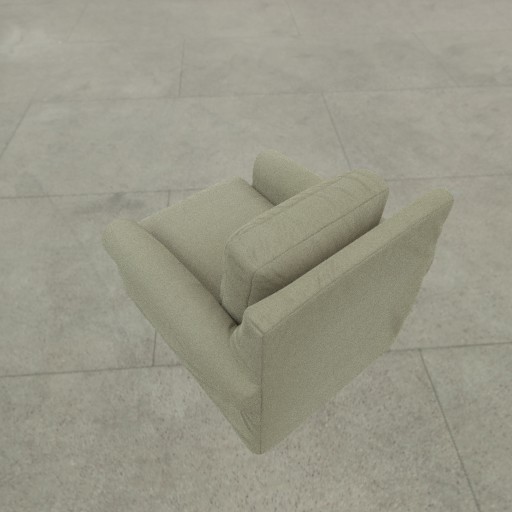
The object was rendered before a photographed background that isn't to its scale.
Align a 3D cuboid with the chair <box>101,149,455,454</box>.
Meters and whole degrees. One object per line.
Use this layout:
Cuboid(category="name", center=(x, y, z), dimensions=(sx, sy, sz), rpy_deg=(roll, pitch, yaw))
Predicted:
Cuboid(category="chair", center=(0.000, 0.000, 1.776), dimensions=(0.940, 0.866, 1.066), rpy_deg=(-31, 54, -26))
